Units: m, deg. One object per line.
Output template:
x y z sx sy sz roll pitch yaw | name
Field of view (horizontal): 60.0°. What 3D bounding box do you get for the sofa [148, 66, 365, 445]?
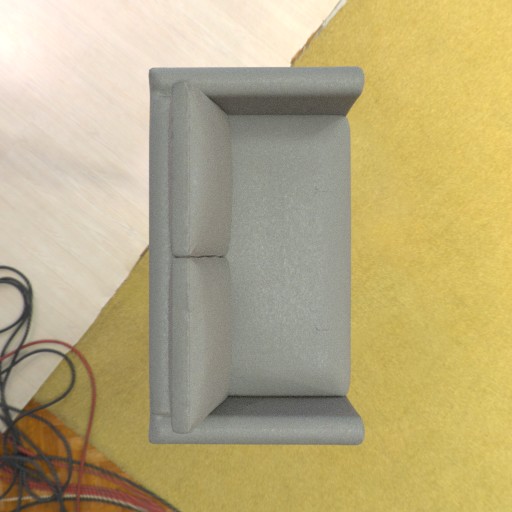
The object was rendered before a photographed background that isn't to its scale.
0.000 0.000 2.085 0.899 0.873 1.598 0 90 1 | sofa
